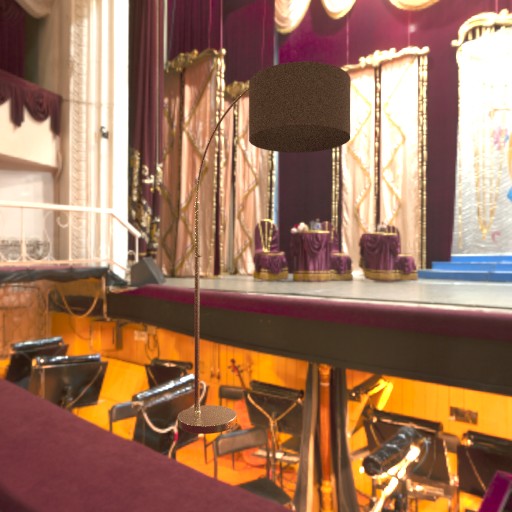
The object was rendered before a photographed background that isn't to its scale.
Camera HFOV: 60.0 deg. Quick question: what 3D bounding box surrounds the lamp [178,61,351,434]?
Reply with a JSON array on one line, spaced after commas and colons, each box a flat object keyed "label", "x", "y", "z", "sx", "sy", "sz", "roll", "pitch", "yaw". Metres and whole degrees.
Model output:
[{"label": "lamp", "x": 0.000, "y": 0.000, "z": 2.131, "sx": 0.934, "sy": 1.735, "sz": 0.452, "roll": 0, "pitch": 0, "yaw": 36}]
